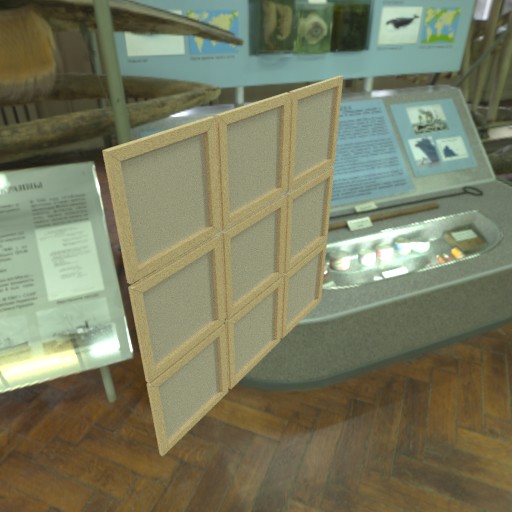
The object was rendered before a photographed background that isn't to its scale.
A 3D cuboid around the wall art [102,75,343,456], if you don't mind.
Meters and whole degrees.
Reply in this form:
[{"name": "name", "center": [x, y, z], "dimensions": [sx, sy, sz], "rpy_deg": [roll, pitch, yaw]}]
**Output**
[{"name": "wall art", "center": [0.000, 0.000, 1.801], "dimensions": [0.016, 1.207, 1.217], "rpy_deg": [22, 38, 31]}]
